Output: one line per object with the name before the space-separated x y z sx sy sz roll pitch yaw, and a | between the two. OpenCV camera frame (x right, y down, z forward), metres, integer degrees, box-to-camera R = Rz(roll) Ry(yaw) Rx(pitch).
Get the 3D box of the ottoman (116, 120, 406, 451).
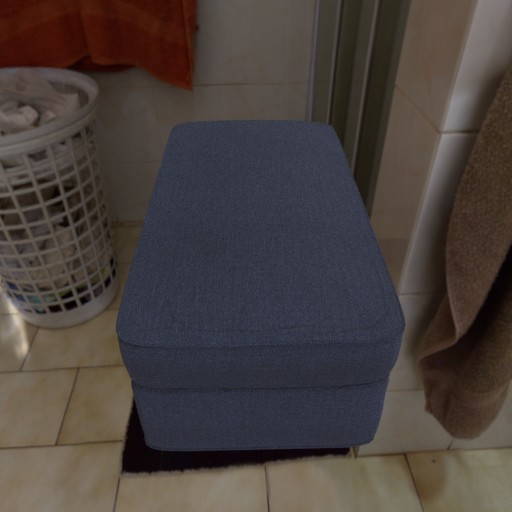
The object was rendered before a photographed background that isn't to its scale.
ottoman | 0.000 0.000 1.172 0.505 0.453 0.895 -1 40 -1
